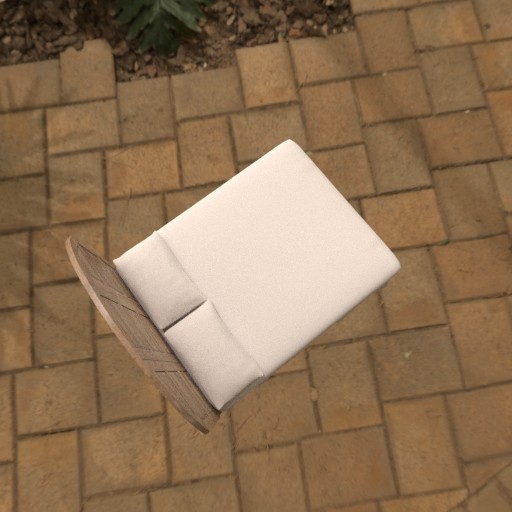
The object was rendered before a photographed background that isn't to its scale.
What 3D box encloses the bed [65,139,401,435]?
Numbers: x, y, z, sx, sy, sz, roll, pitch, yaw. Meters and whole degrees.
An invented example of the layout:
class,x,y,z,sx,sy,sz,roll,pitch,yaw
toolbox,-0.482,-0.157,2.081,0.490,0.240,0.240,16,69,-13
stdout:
class,x,y,z,sx,sy,sz,roll,pitch,yaw
bed,0.000,0.000,3.536,2.112,2.002,1.713,-37,79,-9
